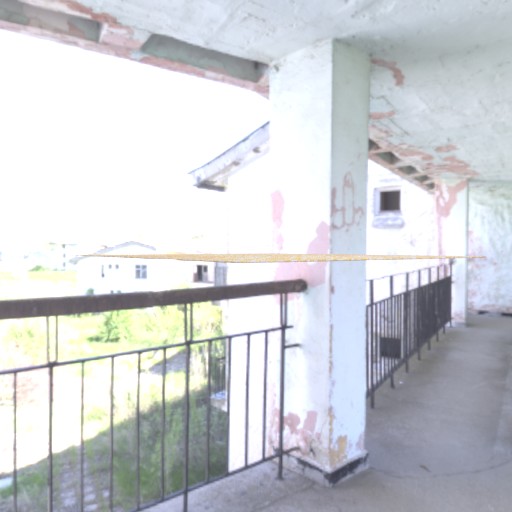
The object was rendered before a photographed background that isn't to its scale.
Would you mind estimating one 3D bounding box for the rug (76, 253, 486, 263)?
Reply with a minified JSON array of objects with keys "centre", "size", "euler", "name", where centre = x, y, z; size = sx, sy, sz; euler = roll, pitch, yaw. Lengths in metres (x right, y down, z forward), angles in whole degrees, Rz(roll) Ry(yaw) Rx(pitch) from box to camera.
[{"centre":[0.000,0.000,4.114],"size":[2.433,0.011,3.037],"euler":[-1,1,-36],"name":"rug"}]
